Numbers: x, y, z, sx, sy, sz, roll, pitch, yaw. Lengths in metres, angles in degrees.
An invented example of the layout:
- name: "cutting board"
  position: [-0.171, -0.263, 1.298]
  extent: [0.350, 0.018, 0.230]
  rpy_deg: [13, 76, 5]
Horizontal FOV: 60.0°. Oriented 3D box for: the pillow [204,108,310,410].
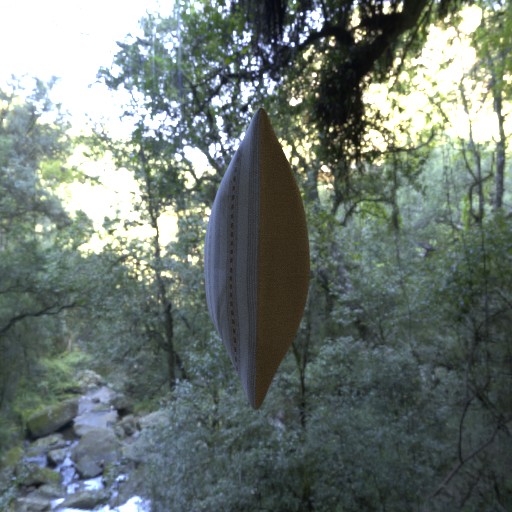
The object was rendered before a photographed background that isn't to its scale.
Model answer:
- name: "pillow"
  position: [0.000, 0.000, 0.726]
  extent: [0.151, 0.291, 0.608]
  rpy_deg: [0, 0, 0]
